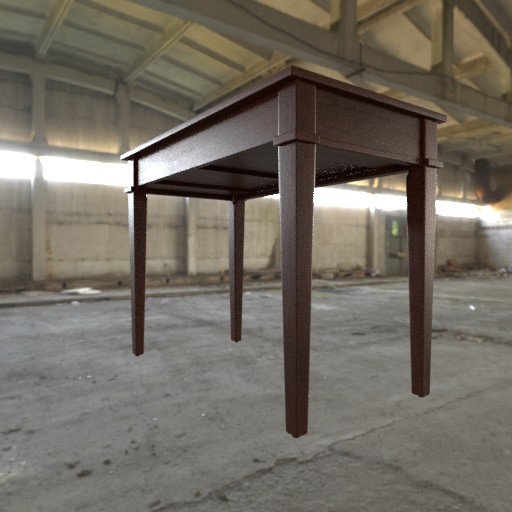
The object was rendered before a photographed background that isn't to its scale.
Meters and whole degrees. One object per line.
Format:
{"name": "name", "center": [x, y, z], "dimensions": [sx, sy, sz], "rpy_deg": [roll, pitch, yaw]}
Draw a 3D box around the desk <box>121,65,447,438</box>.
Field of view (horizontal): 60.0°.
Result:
{"name": "desk", "center": [0.000, 0.000, 1.442], "dimensions": [0.549, 0.762, 1.001], "rpy_deg": [0, 0, -36]}
